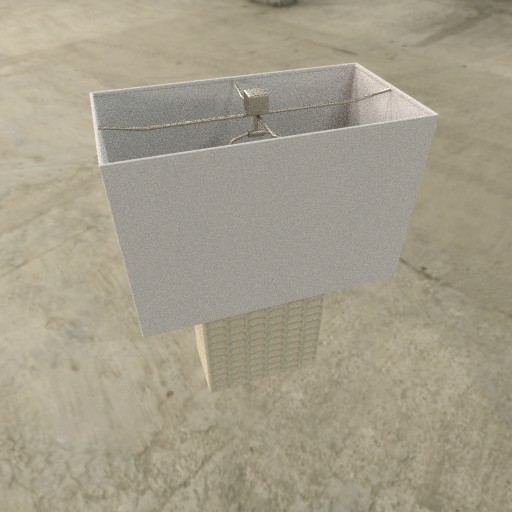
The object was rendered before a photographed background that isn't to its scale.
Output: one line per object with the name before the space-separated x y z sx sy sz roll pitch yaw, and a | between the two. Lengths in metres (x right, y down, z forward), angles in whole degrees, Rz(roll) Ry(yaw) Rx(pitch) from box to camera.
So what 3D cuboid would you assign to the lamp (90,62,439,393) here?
lamp | 0.000 0.000 0.696 0.380 0.515 0.200 -12 42 -14
